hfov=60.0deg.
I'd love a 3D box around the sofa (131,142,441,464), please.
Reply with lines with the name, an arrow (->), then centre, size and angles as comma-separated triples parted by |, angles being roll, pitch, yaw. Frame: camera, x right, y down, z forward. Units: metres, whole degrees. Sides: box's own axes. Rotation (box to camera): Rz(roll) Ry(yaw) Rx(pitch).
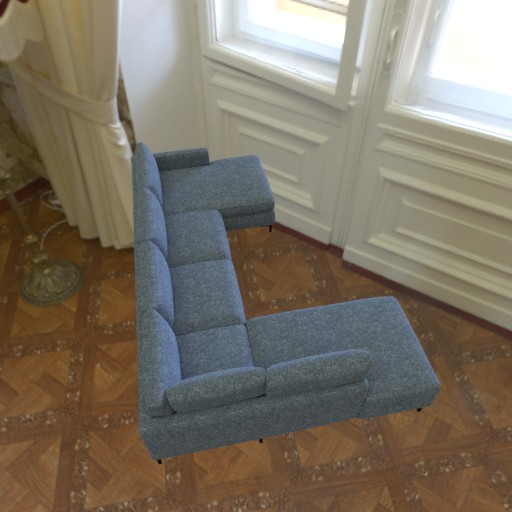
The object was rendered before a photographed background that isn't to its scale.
sofa -> 0.000, 0.000, 3.581 | 1.879, 0.756, 2.737 | -9, 48, -8
